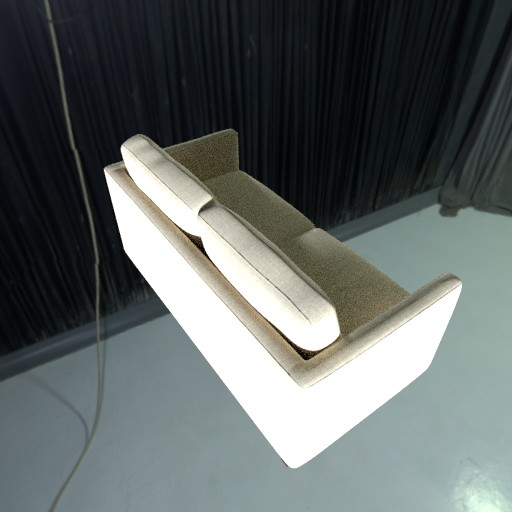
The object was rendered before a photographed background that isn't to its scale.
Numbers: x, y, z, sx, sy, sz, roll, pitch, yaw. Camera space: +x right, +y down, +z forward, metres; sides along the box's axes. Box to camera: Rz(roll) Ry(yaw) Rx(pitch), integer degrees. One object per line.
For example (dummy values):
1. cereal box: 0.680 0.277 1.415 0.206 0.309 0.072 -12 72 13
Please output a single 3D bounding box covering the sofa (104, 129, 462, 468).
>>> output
1. sofa: 0.000 0.000 2.461 0.950 0.963 1.884 -25 47 -26
